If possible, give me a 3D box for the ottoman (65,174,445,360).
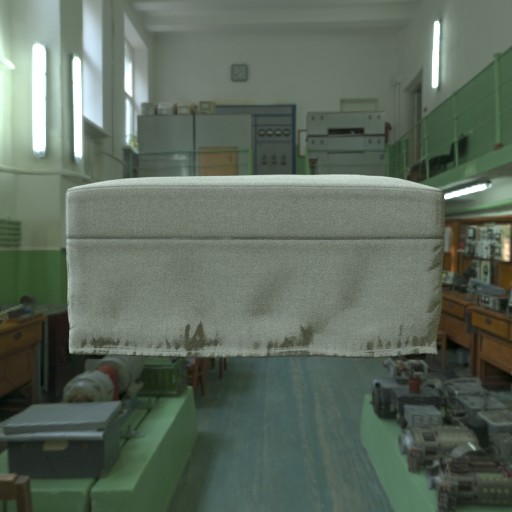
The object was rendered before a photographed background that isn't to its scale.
[{"bbox_3d":[0.000,0.000,1.355,0.840,0.436,0.843,0,2,0],"label":"ottoman"}]
